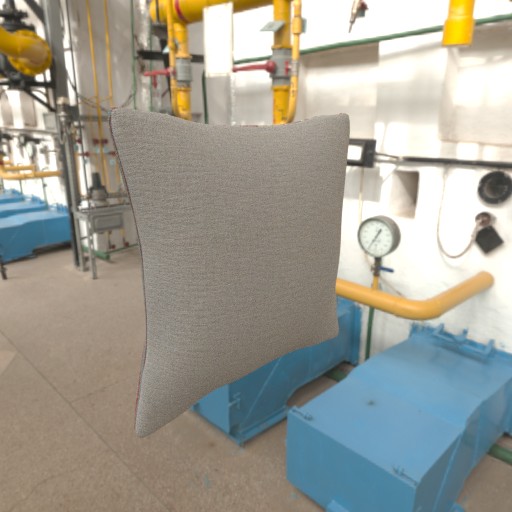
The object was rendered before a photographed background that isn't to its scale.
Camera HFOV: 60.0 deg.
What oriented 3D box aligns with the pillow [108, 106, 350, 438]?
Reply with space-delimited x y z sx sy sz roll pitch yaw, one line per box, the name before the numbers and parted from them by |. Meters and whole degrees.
pillow | 0.000 0.000 0.669 0.437 0.419 0.136 -15 23 -41
